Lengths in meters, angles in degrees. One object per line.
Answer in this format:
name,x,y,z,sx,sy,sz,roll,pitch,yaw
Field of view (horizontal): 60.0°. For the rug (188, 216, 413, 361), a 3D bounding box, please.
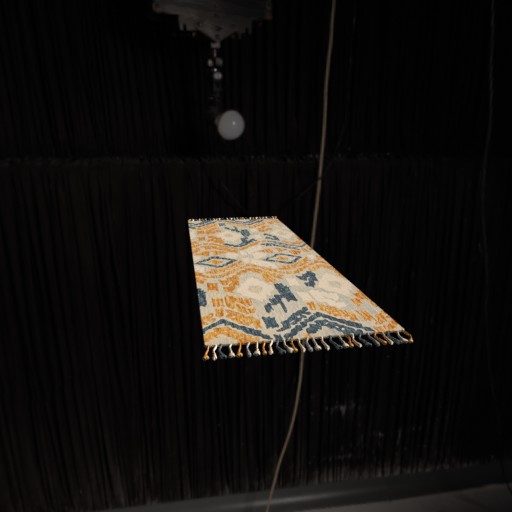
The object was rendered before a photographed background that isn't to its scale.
rug,0.000,0.000,2.685,0.783,0.010,2.437,-3,16,-9
